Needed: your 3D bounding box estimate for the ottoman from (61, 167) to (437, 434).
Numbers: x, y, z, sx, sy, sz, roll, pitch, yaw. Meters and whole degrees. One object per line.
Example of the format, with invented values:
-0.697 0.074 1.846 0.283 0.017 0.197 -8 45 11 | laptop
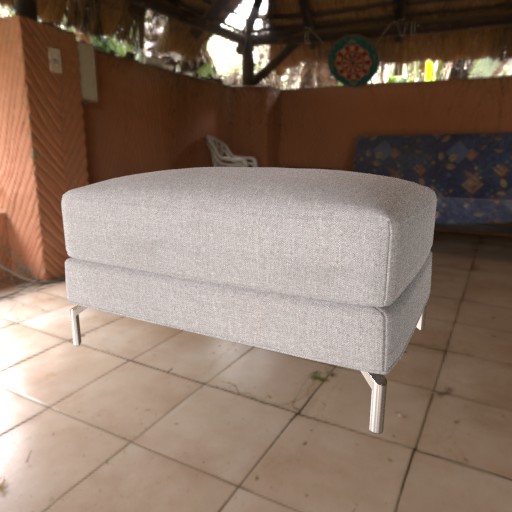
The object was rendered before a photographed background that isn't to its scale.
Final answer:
0.000 0.000 1.173 0.838 0.457 0.584 7 16 27 | ottoman
